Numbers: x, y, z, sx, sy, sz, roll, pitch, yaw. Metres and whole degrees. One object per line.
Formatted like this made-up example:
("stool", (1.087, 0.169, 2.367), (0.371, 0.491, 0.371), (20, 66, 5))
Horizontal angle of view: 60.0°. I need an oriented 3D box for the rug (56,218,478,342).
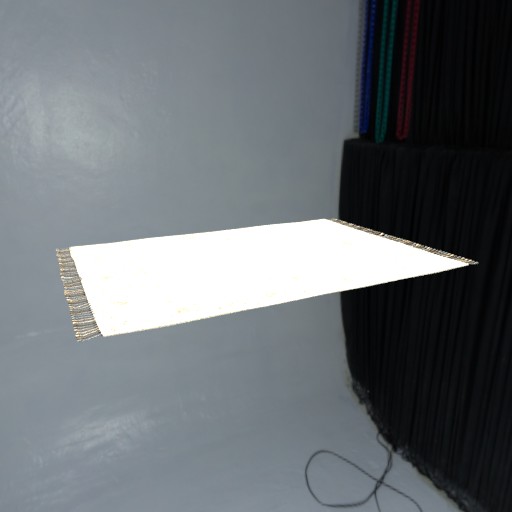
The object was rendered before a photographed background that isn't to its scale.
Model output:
("rug", (0.000, 0.000, 2.301), (1.861, 0.017, 1.218), (-8, 18, -25))
